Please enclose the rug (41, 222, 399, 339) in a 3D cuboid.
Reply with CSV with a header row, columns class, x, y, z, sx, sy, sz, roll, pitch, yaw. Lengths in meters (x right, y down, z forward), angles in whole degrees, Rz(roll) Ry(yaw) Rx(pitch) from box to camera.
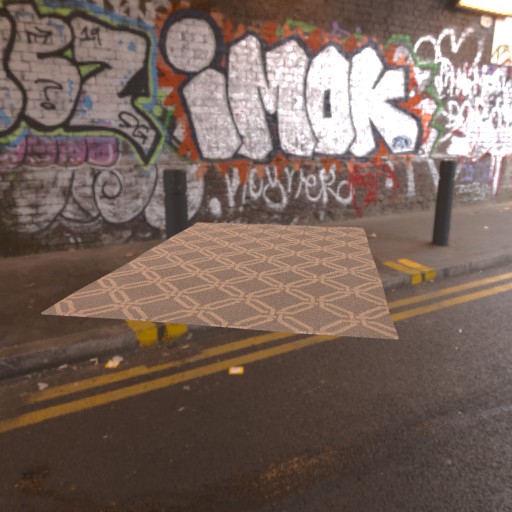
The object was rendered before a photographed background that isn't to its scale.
class,x,y,z,sx,sy,sz,roll,pitch,yaw
rug,0.000,0.000,2.196,1.148,0.010,1.754,2,15,10
